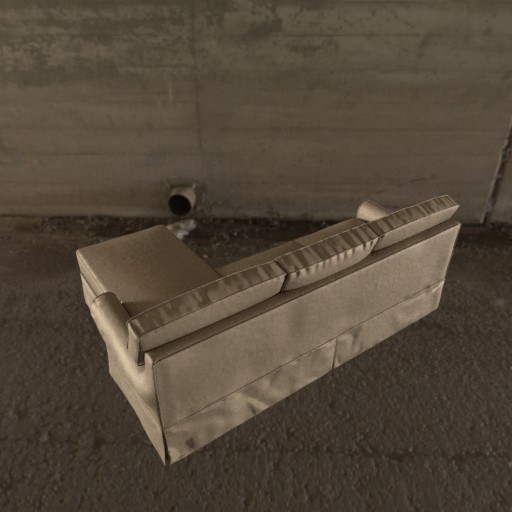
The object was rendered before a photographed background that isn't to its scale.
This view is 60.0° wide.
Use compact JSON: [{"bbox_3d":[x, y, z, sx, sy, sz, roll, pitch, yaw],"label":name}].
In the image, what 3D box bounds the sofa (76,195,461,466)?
[{"bbox_3d":[0.000,0.000,3.327,2.475,0.978,1.733,-21,38,-29],"label":"sofa"}]
